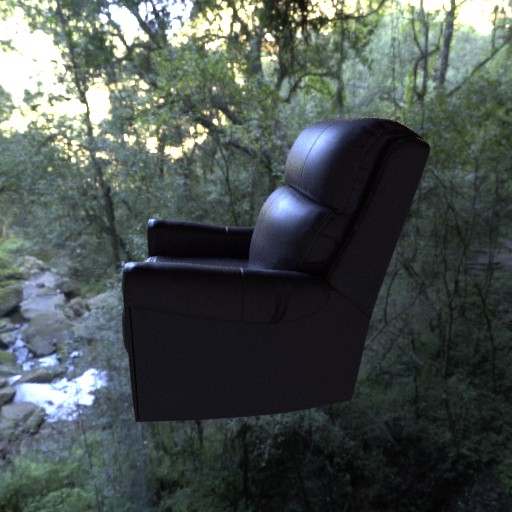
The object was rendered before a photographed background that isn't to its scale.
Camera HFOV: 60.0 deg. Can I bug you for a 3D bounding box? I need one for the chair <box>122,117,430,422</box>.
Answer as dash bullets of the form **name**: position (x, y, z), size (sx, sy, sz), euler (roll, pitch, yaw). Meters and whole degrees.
- **chair**: position (0.000, 0.000, 1.774), size (1.014, 1.054, 0.838), euler (-2, 16, -7)
